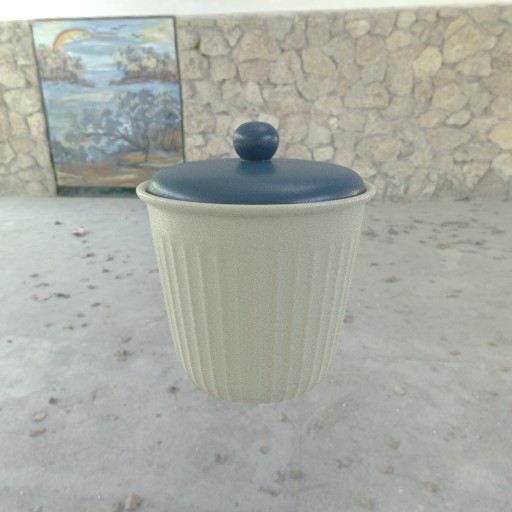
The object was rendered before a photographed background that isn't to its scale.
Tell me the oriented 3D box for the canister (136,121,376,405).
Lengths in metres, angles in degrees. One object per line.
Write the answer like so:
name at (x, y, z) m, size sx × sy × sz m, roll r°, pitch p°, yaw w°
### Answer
canister at (0.000, 0.000, 0.362) m, size 0.181 × 0.211 × 0.181 m, roll 0°, pitch 18°, yaw 0°
